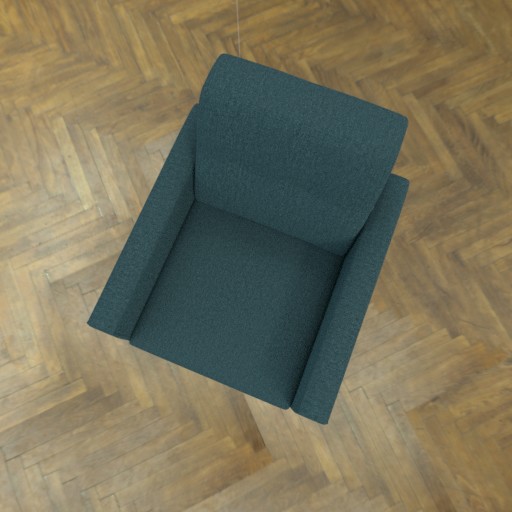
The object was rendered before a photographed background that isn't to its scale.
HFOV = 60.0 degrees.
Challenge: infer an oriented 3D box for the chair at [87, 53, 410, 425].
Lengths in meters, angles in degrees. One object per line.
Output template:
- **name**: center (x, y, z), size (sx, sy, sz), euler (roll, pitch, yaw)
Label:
- **chair**: center (0.000, 0.000, 1.688), size (0.880, 0.940, 0.964), euler (21, 77, 5)
